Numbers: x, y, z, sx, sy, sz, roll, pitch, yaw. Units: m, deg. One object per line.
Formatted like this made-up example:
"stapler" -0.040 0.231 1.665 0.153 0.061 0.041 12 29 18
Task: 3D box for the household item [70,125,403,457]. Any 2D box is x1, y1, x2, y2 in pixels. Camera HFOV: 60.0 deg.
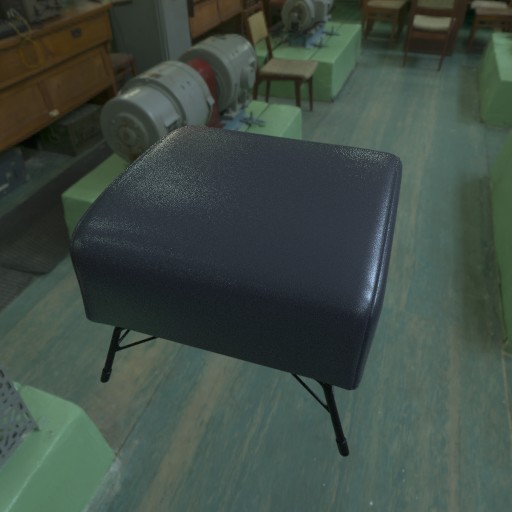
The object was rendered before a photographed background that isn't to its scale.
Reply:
"household item" 0.000 0.000 0.939 0.530 0.410 0.530 12 41 14
